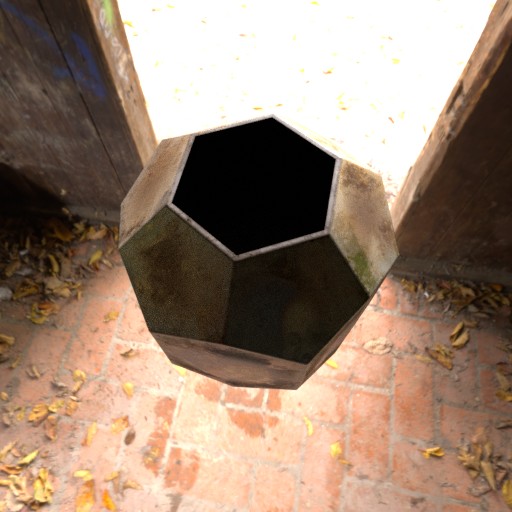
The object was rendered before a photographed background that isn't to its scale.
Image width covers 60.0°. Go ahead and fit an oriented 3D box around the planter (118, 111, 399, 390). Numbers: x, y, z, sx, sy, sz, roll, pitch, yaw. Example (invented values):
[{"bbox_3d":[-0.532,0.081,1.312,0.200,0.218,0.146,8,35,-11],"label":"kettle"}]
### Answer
[{"bbox_3d":[0.000,0.000,0.424,0.221,0.238,0.243,-16,64,-8],"label":"planter"}]
